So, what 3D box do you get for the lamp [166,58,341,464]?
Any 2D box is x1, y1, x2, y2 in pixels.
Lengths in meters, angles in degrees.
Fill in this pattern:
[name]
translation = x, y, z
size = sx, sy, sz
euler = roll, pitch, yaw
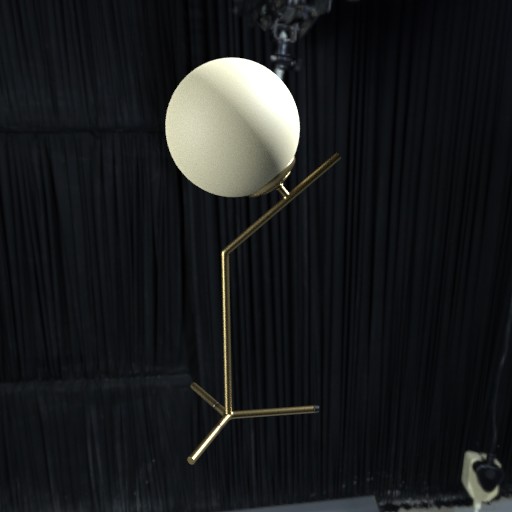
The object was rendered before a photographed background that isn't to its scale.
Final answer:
[lamp]
translation = 0.000, 0.000, 0.671
size = 0.251, 0.552, 0.210
euler = -2, 14, -6
